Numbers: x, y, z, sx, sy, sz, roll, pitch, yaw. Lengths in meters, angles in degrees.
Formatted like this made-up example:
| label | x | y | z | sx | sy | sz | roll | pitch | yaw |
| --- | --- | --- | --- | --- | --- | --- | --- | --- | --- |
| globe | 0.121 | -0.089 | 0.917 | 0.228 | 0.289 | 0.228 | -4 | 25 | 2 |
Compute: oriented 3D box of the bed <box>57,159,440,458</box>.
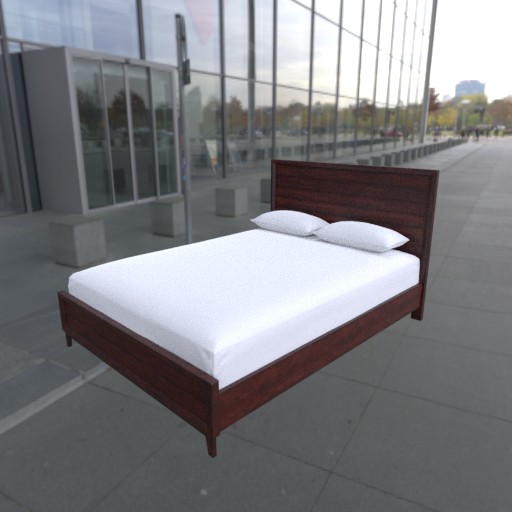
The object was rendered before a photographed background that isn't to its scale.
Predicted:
| label | x | y | z | sx | sy | sz | roll | pitch | yaw |
| --- | --- | --- | --- | --- | --- | --- | --- | --- | --- |
| bed | 0.000 | 0.000 | 4.010 | 2.040 | 1.492 | 2.803 | 15 | 22 | 42 |
